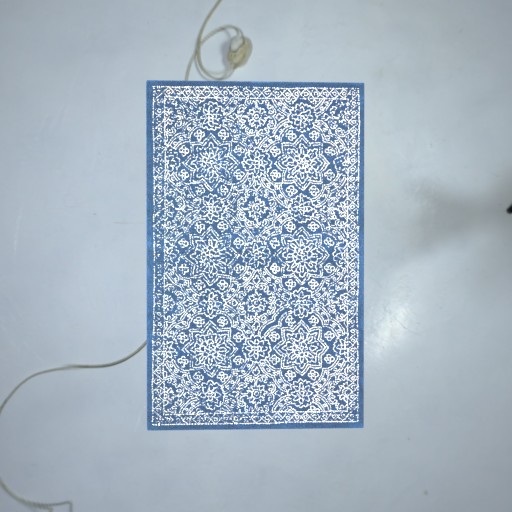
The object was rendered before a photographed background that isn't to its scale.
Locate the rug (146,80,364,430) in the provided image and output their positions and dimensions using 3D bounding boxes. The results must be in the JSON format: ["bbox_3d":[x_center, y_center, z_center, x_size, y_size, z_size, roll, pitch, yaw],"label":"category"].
[{"bbox_3d":[0.000,0.000,3.111,1.526,0.015,2.441,0,91,-2],"label":"rug"}]
